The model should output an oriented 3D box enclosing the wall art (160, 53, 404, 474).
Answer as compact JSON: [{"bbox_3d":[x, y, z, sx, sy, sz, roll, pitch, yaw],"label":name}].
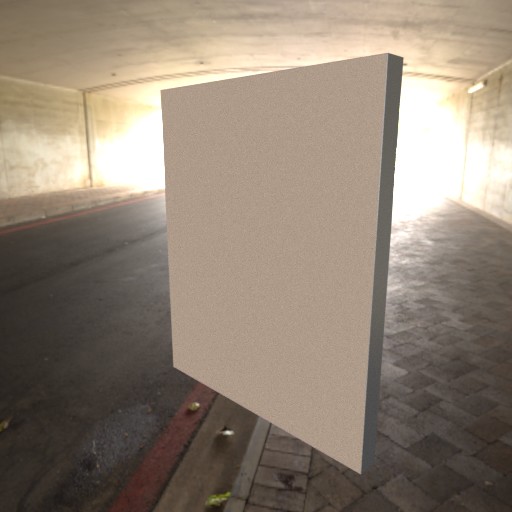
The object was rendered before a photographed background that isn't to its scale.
[{"bbox_3d":[0.000,0.000,0.727,0.452,0.549,0.038,13,19,43],"label":"wall art"}]
